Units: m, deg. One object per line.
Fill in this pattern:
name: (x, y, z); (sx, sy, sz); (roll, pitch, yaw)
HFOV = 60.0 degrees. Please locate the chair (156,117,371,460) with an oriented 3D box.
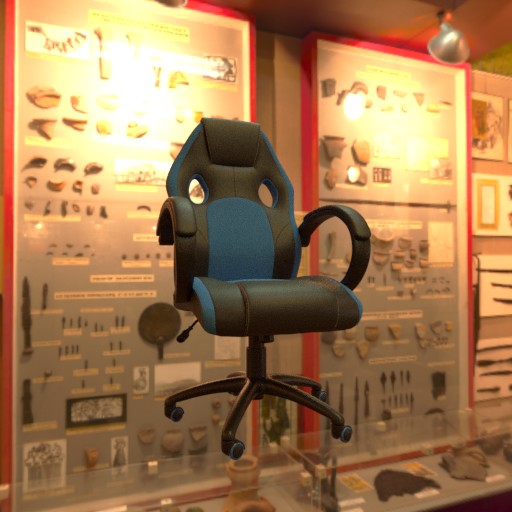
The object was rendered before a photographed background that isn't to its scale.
chair: (0.000, 0.000, 1.617); (0.673, 1.187, 0.724); (0, -1, -20)
